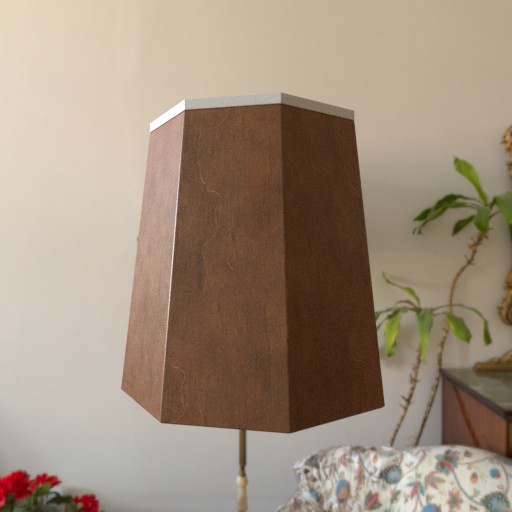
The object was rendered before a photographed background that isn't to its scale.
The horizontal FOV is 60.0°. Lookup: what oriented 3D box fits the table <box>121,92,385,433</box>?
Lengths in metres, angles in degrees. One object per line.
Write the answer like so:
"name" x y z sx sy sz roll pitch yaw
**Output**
"table" 0.000 0.000 0.799 0.439 0.457 0.439 0 0 -35
